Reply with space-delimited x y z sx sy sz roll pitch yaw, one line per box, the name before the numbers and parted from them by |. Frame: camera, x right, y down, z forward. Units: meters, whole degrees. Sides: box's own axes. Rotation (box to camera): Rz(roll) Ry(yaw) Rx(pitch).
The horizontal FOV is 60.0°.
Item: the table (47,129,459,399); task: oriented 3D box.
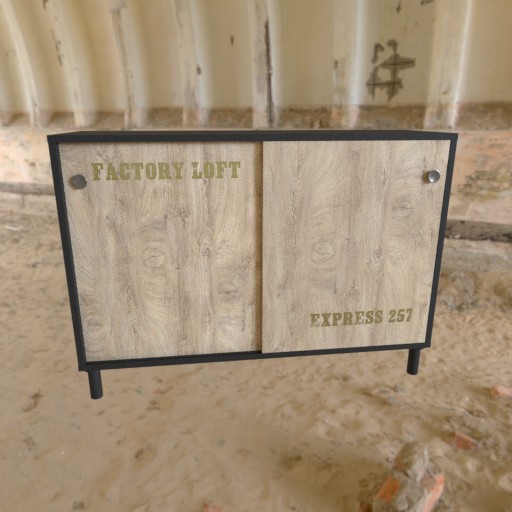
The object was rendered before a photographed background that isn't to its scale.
table | 0.000 0.000 1.587 1.200 0.855 0.400 -2 18 -7
